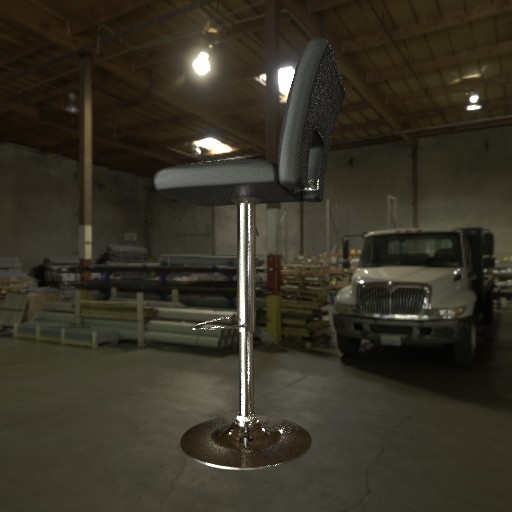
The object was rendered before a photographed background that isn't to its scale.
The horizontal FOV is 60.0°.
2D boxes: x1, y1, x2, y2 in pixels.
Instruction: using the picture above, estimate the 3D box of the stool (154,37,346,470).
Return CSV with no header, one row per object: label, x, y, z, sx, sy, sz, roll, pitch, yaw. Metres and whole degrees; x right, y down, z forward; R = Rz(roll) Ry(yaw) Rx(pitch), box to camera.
stool,0.000,0.000,1.392,0.520,1.151,0.415,0,-1,18
